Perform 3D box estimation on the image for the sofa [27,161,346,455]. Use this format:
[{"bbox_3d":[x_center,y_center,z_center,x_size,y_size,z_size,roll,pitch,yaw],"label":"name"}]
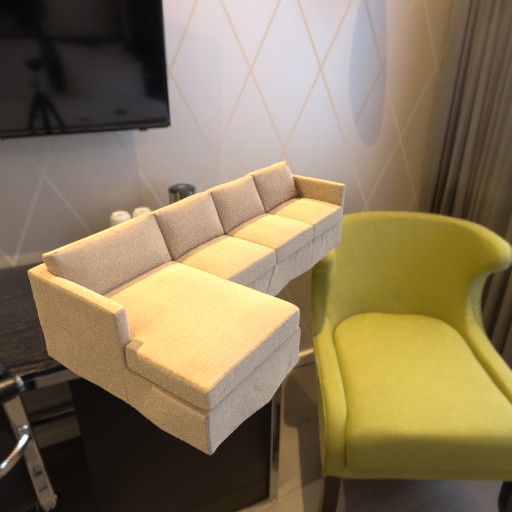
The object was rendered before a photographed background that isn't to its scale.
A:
[{"bbox_3d":[0.000,0.000,3.889,1.650,0.922,3.205,17,31,31],"label":"sofa"}]
